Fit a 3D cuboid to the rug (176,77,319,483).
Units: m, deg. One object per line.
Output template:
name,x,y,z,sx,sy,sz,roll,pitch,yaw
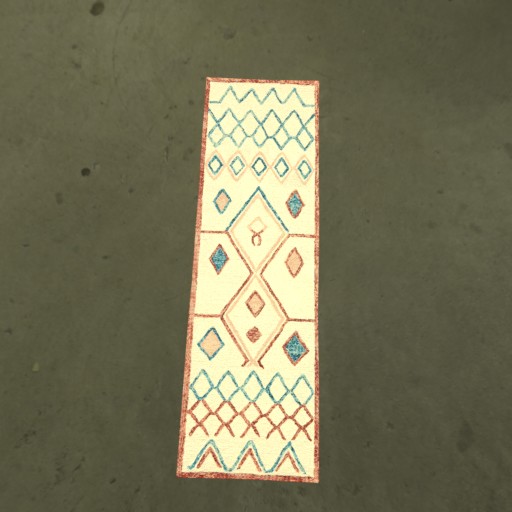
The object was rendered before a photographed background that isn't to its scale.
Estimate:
rug,0.000,0.000,2.638,0.750,0.011,2.435,2,75,1
